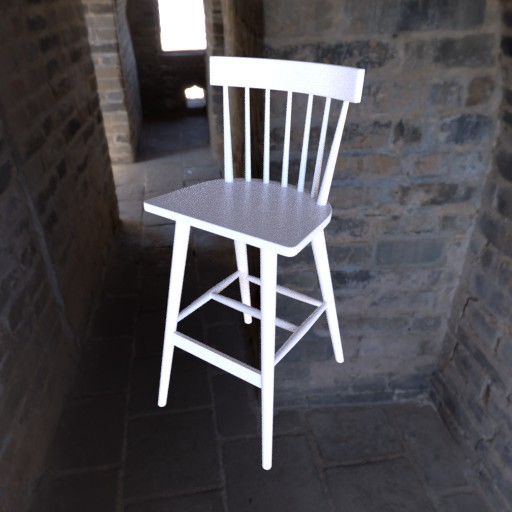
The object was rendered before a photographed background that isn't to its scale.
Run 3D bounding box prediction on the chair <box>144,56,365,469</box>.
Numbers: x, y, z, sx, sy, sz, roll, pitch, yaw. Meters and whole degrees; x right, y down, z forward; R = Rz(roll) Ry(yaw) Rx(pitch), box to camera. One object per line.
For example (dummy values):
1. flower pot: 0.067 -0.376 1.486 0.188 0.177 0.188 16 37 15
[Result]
1. chair: 0.000 0.000 1.380 0.483 1.092 0.572 19 35 28
